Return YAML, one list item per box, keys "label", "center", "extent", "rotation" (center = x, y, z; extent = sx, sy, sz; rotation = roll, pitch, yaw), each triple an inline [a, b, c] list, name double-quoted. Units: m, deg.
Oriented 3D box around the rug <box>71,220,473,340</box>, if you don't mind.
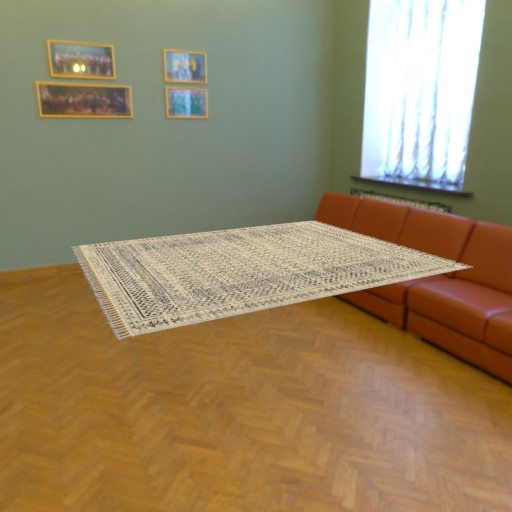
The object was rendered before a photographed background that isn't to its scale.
- label: "rug"
  center: [0.000, 0.000, 4.043]
  extent: [2.940, 0.013, 2.312]
  rotation: [-8, 17, -27]
